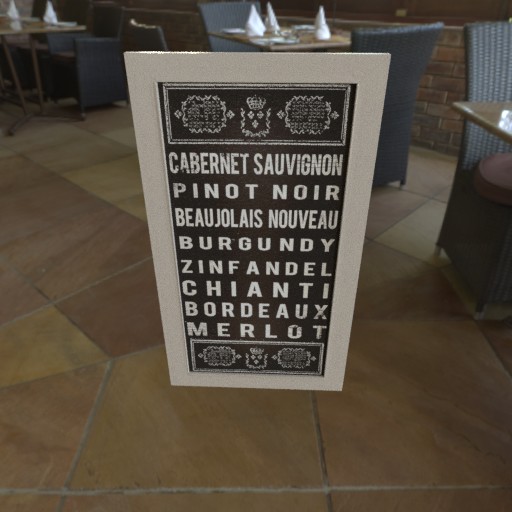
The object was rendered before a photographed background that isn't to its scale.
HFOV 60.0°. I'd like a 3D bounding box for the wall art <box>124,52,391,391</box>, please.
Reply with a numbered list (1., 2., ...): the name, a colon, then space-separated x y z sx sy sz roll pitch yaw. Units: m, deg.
1. wall art: 0.000 0.000 0.814 0.380 0.683 0.013 1 32 2
